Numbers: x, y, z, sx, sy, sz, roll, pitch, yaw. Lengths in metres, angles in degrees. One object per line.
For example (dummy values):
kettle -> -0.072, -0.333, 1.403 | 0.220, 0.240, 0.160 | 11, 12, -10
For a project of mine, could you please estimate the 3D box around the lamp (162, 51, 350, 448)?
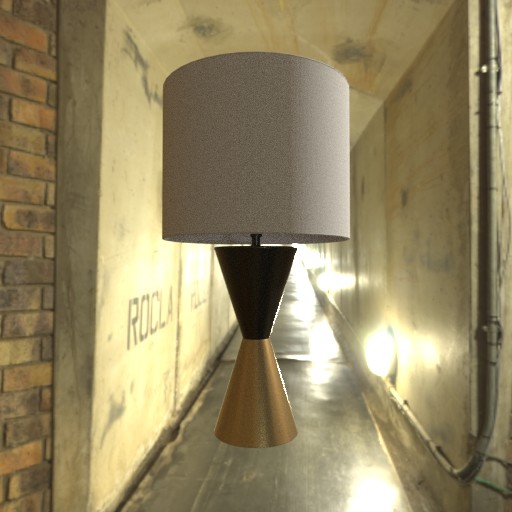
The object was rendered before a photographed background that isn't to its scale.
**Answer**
lamp -> 0.000, 0.000, 0.732 | 0.304, 0.573, 0.304 | -1, -2, 36
